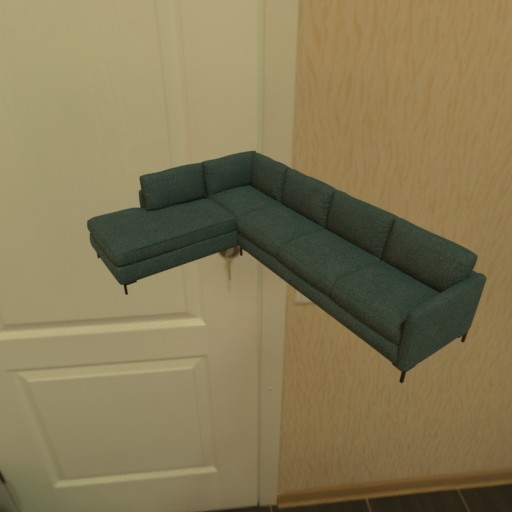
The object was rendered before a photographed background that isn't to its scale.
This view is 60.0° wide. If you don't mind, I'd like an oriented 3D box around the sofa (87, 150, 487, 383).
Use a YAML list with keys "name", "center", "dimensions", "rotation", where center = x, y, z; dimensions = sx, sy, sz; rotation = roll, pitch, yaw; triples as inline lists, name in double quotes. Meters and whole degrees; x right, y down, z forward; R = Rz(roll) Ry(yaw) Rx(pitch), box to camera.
- name: "sofa"
  center: [0.000, 0.000, 3.766]
  dimensions: [2.007, 0.815, 2.949]
  rotation: [-20, 37, -29]
